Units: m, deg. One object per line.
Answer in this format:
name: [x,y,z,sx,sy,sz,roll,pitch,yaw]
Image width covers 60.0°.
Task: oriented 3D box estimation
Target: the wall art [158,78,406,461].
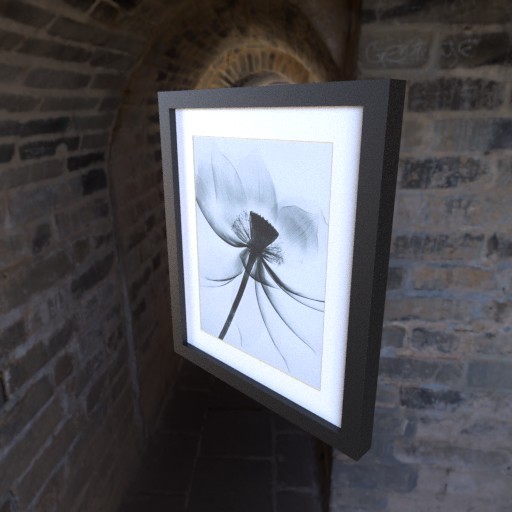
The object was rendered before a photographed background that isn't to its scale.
wall art: [0.000,0.000,0.535,0.330,0.381,0.029,17,24,42]
